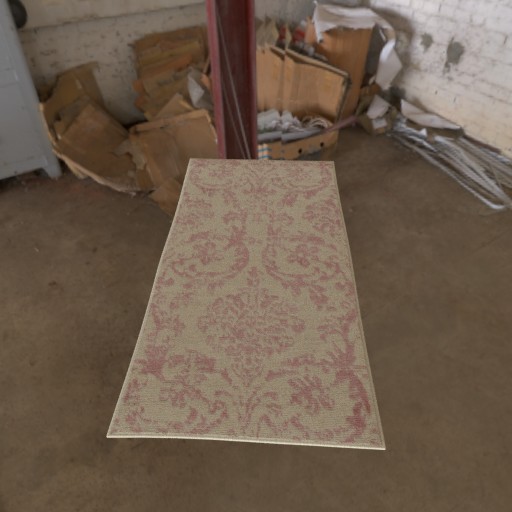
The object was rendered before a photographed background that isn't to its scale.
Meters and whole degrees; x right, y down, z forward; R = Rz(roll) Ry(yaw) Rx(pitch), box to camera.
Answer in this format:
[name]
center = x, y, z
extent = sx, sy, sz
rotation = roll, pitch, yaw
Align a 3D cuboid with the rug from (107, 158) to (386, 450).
[rug]
center = 0.000, 0.000, 1.409
extent = 0.604, 0.007, 1.219
rotation = 2, 42, 2
